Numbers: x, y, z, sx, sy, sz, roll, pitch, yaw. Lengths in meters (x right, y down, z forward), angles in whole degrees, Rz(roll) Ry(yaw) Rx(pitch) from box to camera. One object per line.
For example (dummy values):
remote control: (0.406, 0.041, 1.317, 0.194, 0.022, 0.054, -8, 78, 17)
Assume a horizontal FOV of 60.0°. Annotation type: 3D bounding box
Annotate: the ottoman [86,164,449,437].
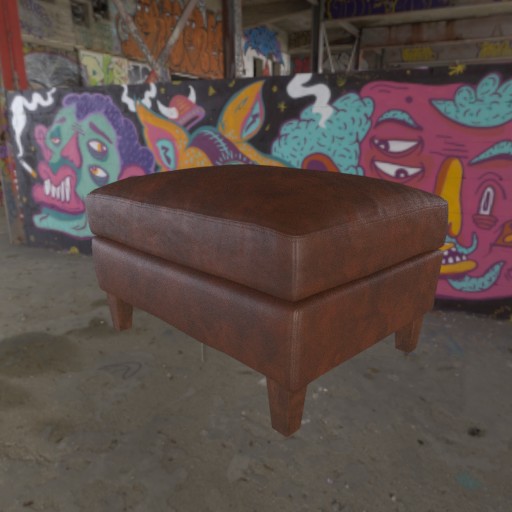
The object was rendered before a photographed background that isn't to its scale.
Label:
ottoman: (0.000, 0.000, 1.307, 0.659, 0.527, 0.887, -15, 21, -42)
